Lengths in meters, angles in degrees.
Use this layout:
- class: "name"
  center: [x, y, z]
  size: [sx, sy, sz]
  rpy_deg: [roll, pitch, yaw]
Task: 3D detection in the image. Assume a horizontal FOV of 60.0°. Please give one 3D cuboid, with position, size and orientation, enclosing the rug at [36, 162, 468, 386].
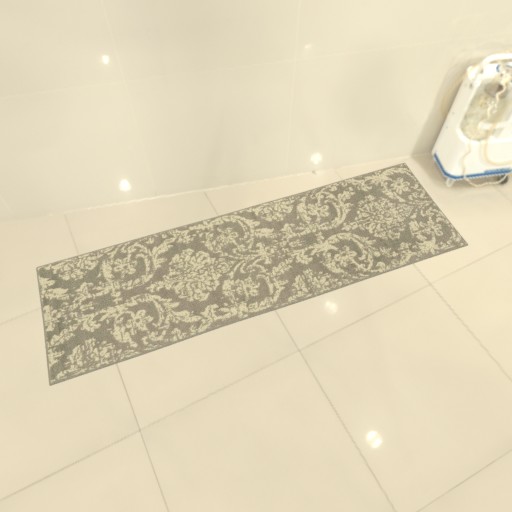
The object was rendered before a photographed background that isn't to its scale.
- class: "rug"
  center: [0.000, 0.000, 2.345]
  size: [2.196, 0.011, 0.662]
  rpy_deg: [-17, 58, -11]
